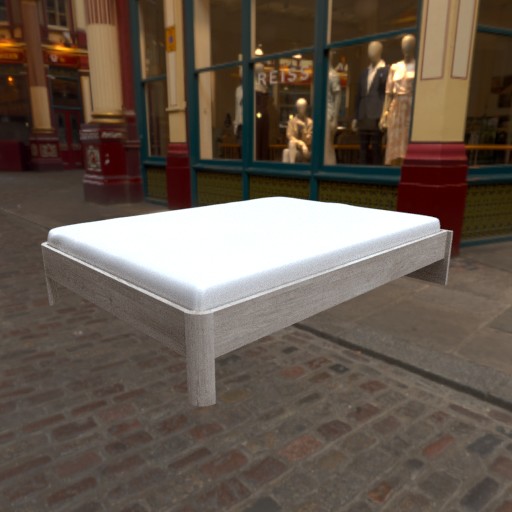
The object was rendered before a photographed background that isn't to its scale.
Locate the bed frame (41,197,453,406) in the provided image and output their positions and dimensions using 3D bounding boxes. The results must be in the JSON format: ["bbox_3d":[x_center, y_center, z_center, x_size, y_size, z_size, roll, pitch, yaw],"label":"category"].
[{"bbox_3d":[0.000,0.000,2.627,1.950,0.462,1.490,-14,21,-42],"label":"bed frame"}]
